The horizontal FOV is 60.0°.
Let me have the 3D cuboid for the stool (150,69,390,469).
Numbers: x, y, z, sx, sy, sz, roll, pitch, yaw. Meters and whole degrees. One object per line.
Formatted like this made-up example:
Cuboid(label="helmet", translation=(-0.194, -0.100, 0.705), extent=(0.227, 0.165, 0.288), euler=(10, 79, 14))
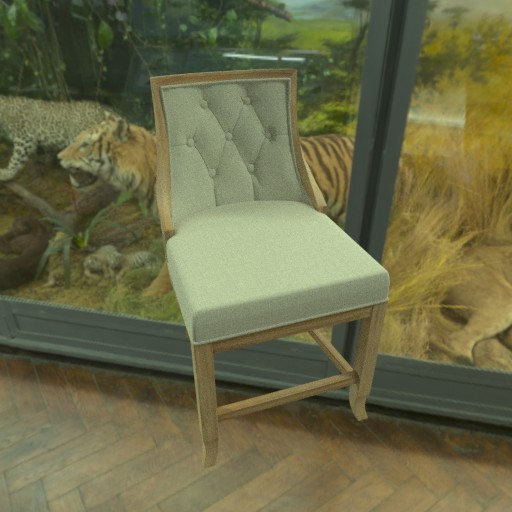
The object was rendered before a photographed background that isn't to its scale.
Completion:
Cuboid(label="stool", translation=(0.000, 0.000, 1.317), extent=(0.524, 0.938, 0.626), euler=(-10, 33, -16))
